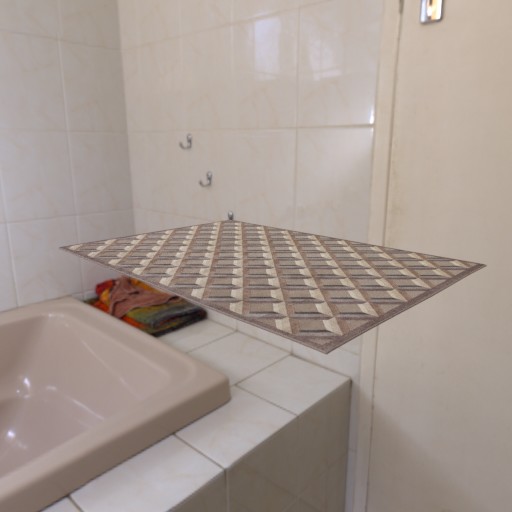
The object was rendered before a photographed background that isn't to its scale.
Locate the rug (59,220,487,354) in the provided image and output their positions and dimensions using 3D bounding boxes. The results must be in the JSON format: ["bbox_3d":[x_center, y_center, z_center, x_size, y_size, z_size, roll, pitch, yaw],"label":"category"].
[{"bbox_3d":[0.000,0.000,2.837,2.260,0.013,1.600,14,20,43],"label":"rug"}]
